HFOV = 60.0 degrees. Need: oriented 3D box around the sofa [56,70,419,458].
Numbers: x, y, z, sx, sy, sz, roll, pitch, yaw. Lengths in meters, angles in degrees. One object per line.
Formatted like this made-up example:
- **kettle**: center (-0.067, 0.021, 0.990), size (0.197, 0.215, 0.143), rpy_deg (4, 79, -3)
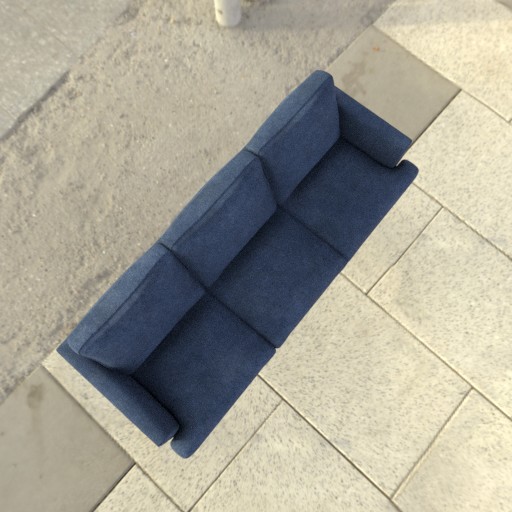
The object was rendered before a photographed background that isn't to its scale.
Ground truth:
- **sofa**: center (0.000, 0.000, 2.662), size (0.903, 0.930, 2.246), rpy_deg (39, 79, 9)
